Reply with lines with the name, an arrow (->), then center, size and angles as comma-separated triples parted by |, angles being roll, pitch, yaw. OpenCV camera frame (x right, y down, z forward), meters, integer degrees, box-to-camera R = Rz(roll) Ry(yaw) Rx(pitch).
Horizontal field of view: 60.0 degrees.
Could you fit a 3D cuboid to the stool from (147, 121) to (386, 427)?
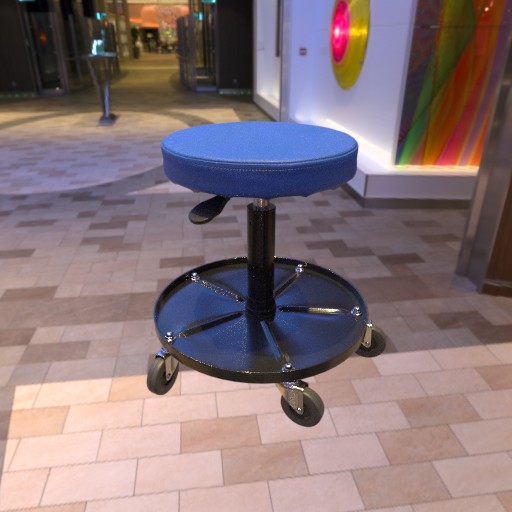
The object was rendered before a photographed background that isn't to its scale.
stool -> 0.000, 0.000, 0.691 | 0.381, 0.365, 0.382 | 18, 31, 32
